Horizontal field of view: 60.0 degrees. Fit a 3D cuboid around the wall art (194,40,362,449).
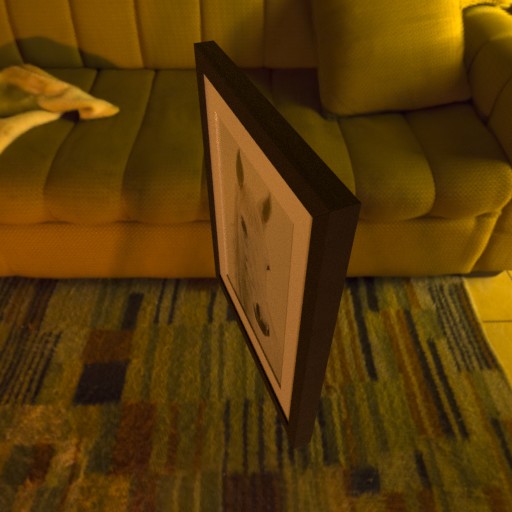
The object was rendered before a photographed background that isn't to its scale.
[{"bbox_3d":[0.000,0.000,0.759,0.034,0.552,0.455,-16,47,-15],"label":"wall art"}]
